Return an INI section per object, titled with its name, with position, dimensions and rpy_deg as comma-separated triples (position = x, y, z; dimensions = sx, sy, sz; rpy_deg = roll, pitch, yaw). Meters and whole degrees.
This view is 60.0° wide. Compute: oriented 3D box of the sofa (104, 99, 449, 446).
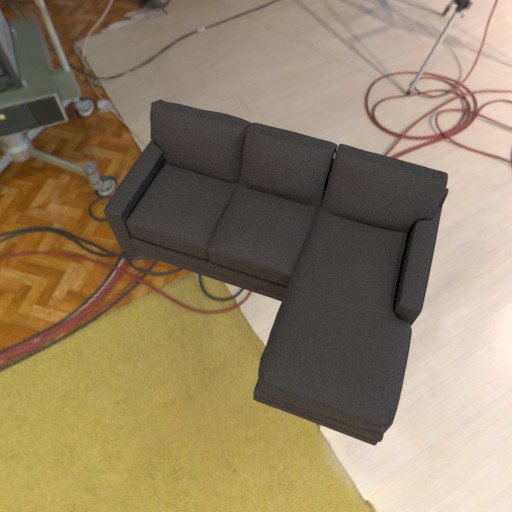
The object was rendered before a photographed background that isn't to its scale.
[sofa]
position = 0.000, 0.000, 3.221
dimensions = 2.370, 0.973, 1.790
rpy_deg = 18, 60, 11
